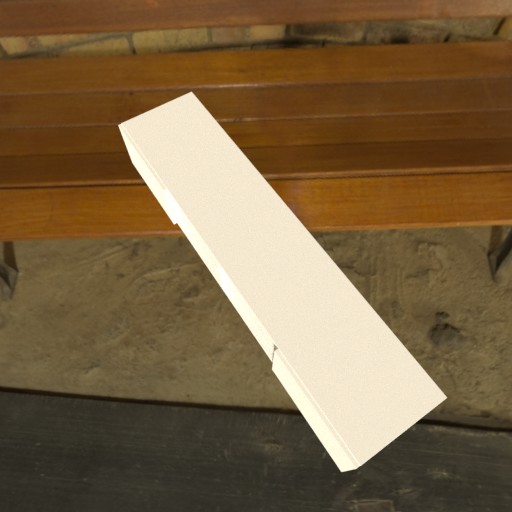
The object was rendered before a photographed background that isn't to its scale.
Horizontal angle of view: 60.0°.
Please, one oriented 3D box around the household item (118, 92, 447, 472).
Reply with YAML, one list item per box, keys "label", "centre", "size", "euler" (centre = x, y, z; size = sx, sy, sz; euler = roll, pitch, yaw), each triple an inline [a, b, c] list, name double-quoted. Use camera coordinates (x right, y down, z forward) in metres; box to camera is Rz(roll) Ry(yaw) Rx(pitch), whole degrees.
- label: "household item"
  centre: [0.000, 0.000, 2.032]
  size: [0.420, 0.310, 1.850]
  euler: [-30, 66, -15]
